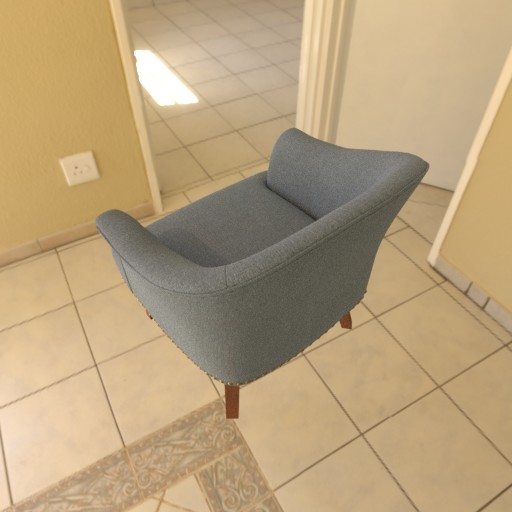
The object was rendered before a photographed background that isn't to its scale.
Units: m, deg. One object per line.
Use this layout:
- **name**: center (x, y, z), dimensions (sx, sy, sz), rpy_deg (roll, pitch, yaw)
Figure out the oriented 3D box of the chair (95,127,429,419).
- **chair**: center (0.000, 0.000, 1.415), dimensions (0.798, 0.815, 0.704), rpy_deg (-30, 53, -26)
